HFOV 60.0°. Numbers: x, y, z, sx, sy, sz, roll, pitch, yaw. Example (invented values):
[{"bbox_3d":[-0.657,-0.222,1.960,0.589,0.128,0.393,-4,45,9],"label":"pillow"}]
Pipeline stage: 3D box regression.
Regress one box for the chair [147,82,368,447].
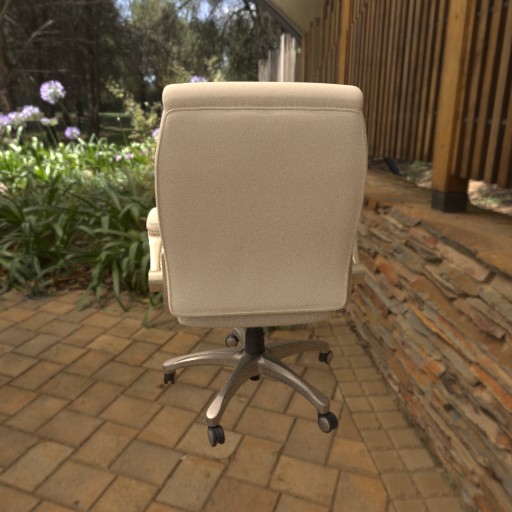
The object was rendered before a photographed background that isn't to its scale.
[{"bbox_3d":[0.000,0.000,1.590,0.740,1.110,0.794,-3,17,-9],"label":"chair"}]
